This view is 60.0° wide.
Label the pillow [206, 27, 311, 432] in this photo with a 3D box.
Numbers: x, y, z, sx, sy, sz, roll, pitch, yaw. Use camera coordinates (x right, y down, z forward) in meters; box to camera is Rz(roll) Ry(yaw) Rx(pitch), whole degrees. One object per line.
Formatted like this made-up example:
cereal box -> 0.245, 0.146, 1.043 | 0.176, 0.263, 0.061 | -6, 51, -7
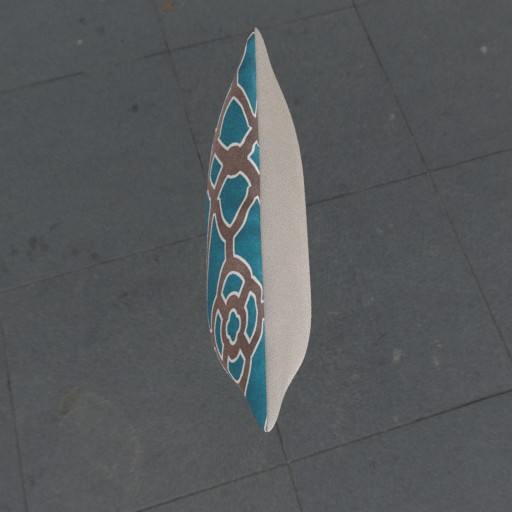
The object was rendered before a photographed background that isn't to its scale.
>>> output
pillow -> 0.000, 0.000, 0.785 | 0.166, 0.507, 0.526 | -2, 75, 0
